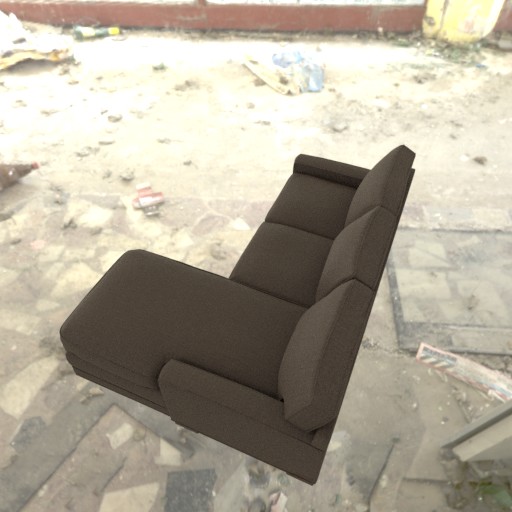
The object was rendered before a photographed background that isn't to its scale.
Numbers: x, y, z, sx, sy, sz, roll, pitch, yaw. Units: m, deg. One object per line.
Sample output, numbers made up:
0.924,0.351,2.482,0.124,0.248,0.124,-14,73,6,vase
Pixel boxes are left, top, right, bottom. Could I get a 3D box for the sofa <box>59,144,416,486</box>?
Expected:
0.000,0.000,3.261,1.790,0.973,2.370,18,50,16,sofa
